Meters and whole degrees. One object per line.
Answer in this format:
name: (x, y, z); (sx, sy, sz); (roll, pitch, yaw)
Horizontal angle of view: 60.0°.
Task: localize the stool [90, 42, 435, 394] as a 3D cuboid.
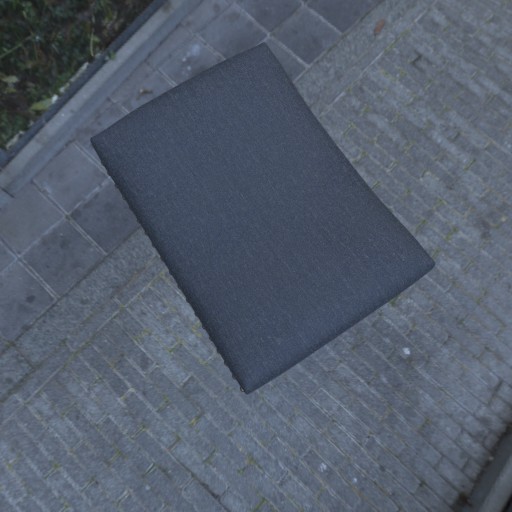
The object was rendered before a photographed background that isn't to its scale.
stool: (0.000, 0.000, 1.026); (0.366, 0.748, 0.502); (-32, 78, -8)
